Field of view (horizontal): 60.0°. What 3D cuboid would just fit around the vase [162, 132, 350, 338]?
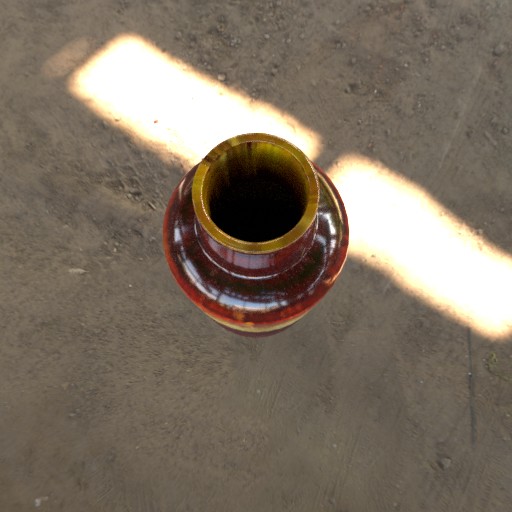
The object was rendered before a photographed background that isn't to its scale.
[{"bbox_3d":[0.000,0.000,0.324,0.111,0.261,0.111,0,77,0],"label":"vase"}]
